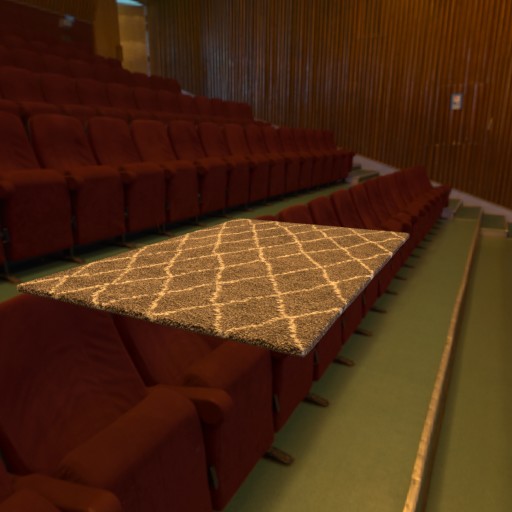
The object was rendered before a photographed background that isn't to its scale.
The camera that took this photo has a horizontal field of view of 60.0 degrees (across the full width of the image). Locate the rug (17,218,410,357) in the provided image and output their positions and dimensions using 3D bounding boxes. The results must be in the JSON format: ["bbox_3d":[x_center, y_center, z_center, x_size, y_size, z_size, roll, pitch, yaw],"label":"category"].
[{"bbox_3d":[0.000,0.000,2.240,1.219,0.030,1.778,7,16,26],"label":"rug"}]
